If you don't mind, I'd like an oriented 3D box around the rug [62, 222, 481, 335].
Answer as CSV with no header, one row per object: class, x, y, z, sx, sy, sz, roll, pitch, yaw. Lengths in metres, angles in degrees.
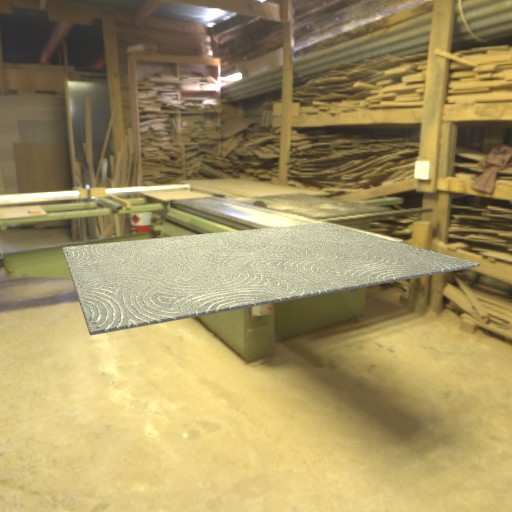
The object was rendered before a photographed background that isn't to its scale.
rug,0.000,0.000,2.774,2.144,0.015,1.543,-7,16,-26
